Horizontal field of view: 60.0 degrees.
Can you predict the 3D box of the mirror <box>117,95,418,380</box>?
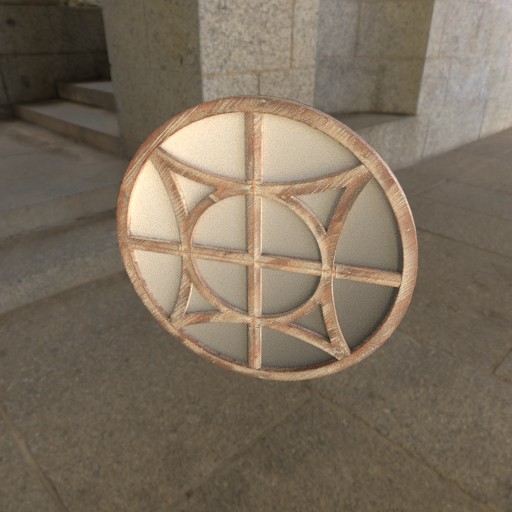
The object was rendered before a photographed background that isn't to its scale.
[{"bbox_3d":[0.000,0.000,1.038,0.710,0.710,0.038,8,28,15],"label":"mirror"}]
